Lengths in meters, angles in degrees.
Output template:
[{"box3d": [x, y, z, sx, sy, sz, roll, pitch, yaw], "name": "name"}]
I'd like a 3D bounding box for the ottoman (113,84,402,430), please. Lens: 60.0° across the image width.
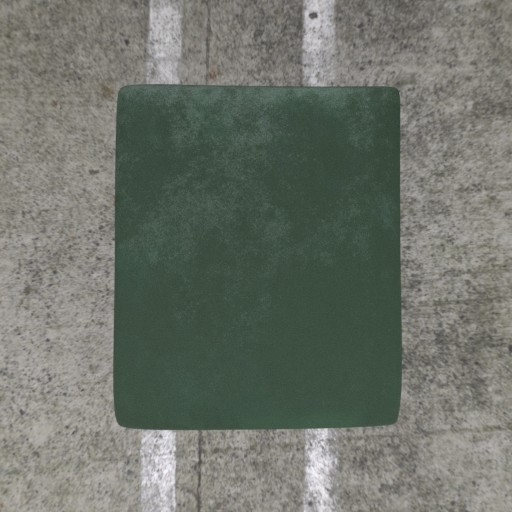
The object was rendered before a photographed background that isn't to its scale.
[{"box3d": [0.000, 0.000, 1.272, 0.701, 0.538, 0.839, 0, 90, -2], "name": "ottoman"}]
